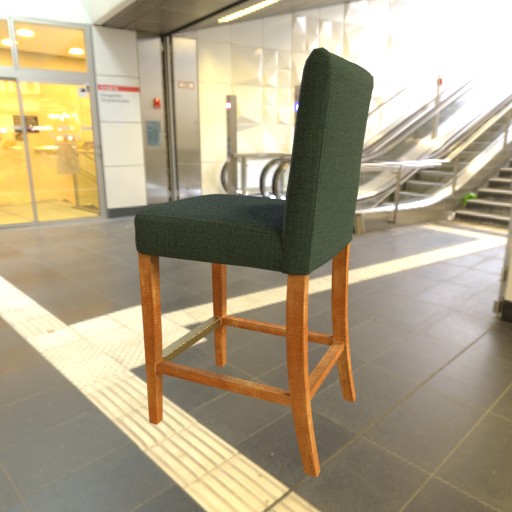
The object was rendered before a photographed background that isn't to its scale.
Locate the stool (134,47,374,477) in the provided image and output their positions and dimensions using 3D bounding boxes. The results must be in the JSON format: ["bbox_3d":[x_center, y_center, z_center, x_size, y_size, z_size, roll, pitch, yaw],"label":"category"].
[{"bbox_3d":[0.000,0.000,1.316,0.567,1.039,0.454,7,17,25],"label":"stool"}]
